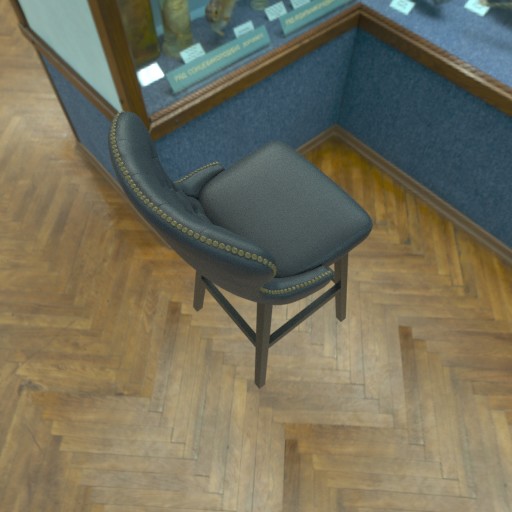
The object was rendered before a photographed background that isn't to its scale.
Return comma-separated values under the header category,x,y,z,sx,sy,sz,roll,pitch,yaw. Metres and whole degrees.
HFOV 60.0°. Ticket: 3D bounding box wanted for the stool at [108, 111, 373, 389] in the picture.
category,x,y,z,sx,sy,sz,roll,pitch,yaw
stool,0.000,0.000,1.377,0.601,1.050,0.528,-35,65,-19
